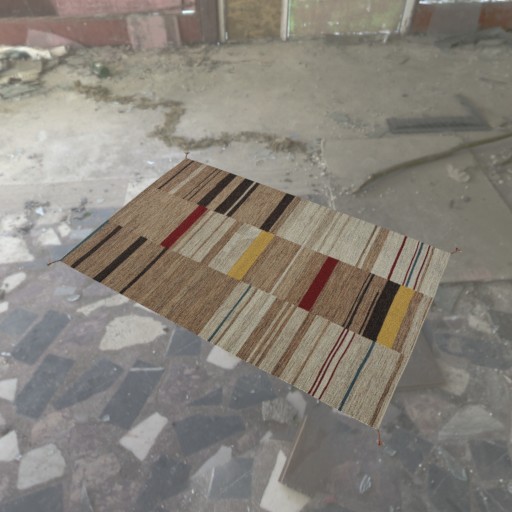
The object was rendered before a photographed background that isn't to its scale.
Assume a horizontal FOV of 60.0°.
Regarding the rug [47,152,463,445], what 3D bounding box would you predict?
[{"bbox_3d":[0.000,0.000,2.414,1.918,0.007,1.268,23,50,21],"label":"rug"}]
